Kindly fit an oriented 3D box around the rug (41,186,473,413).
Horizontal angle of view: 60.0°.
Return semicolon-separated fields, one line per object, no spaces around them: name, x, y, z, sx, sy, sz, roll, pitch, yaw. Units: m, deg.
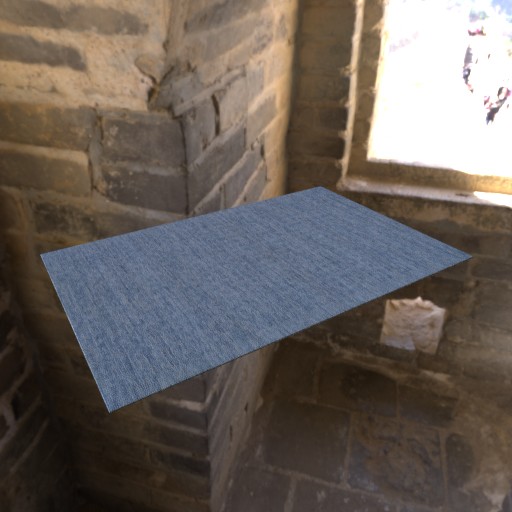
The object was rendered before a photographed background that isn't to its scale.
rug;0.000;0.000;2.144;1.752;0.006;1.142;-17;34;-28
